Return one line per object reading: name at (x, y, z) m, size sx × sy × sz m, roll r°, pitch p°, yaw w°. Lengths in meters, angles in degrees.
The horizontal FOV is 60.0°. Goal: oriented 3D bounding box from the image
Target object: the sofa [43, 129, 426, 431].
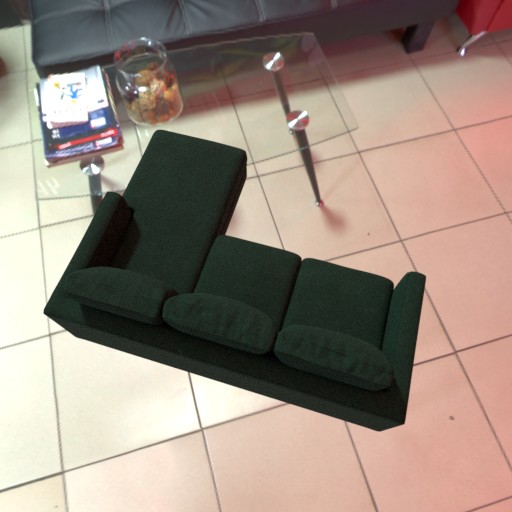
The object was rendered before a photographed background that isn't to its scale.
sofa at (0.000, 0.000, 2.869) m, size 2.030 × 0.899 × 1.580 m, roll 15°, pitch 65°, yaw 7°
